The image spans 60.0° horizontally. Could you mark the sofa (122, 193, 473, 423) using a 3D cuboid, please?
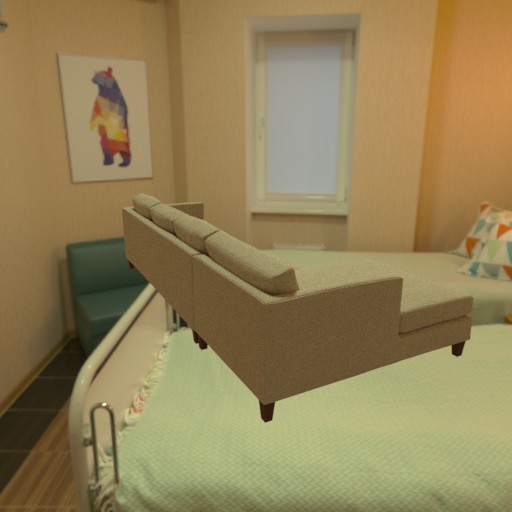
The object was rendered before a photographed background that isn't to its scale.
[{"bbox_3d":[0.000,0.000,3.908,1.625,0.846,3.186,-8,18,-27],"label":"sofa"}]
